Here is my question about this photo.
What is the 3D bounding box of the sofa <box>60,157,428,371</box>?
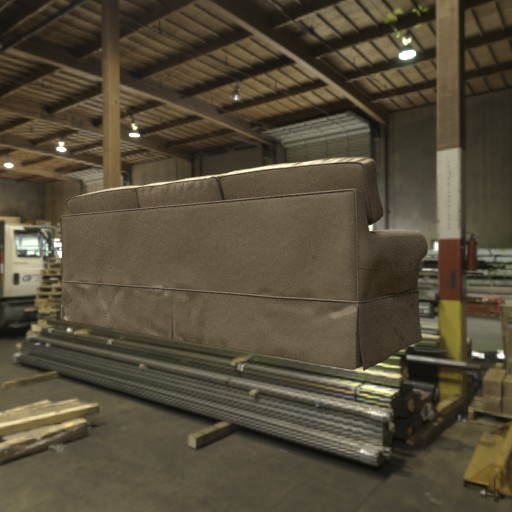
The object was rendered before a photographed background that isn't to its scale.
[{"bbox_3d":[0.000,0.000,3.289,2.475,0.978,1.733,0,1,37],"label":"sofa"}]
